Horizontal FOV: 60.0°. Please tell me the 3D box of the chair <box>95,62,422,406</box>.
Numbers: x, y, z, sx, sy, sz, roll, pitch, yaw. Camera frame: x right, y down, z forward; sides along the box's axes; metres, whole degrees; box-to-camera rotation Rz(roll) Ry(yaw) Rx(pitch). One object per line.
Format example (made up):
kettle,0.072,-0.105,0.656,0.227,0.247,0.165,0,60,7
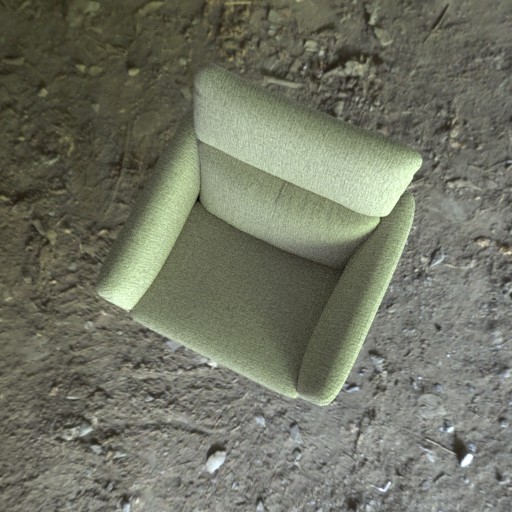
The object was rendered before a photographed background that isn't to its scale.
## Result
chair,0.000,0.000,1.690,0.972,0.967,0.835,25,76,7
